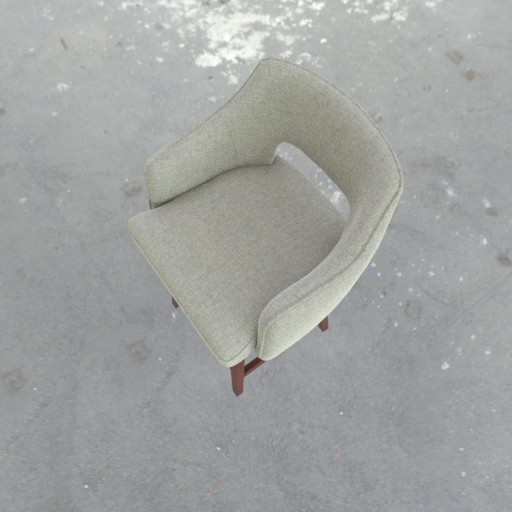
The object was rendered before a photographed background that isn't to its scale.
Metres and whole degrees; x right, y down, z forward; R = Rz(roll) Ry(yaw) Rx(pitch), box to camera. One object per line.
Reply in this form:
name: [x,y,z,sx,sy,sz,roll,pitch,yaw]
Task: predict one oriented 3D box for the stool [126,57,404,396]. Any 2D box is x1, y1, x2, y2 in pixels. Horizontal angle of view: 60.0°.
stool: [0.000,0.000,1.338,0.558,0.944,0.599,-33,67,-16]
